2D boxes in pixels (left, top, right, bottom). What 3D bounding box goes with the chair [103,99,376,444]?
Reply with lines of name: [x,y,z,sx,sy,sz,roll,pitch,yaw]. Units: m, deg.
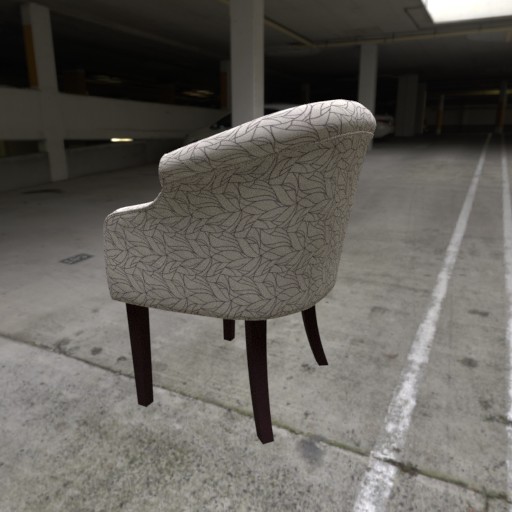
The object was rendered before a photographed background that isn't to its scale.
chair: [0.000,0.000,1.319,0.613,0.858,0.686,8,17,26]
